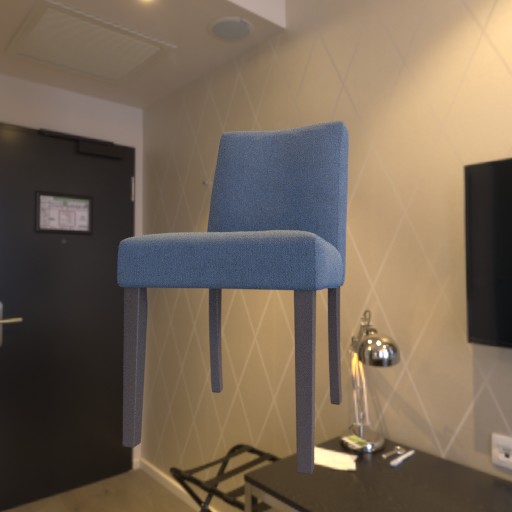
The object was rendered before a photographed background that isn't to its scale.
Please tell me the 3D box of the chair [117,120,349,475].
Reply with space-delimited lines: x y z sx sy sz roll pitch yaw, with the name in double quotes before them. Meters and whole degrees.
"chair" 0.000 0.000 1.236 0.487 0.882 0.629 0 -1 19
